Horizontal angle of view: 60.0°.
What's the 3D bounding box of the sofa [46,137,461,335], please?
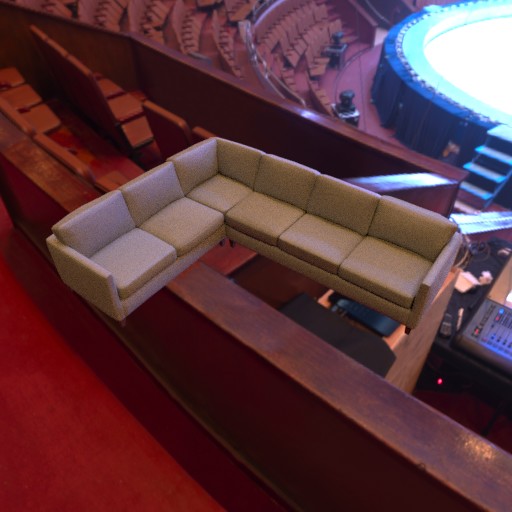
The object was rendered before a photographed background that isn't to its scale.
[{"bbox_3d":[0.000,0.000,4.526,3.301,0.947,2.592,26,48,26],"label":"sofa"}]
